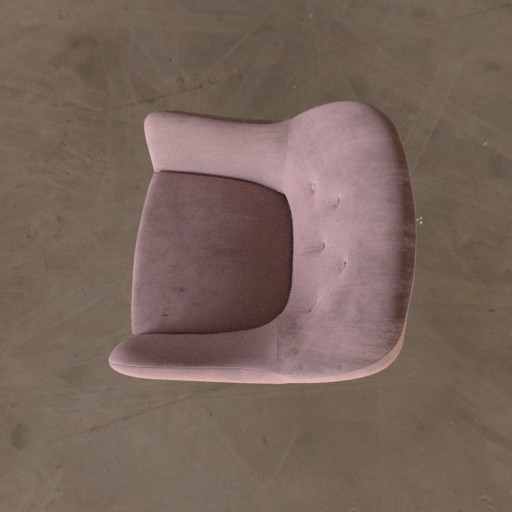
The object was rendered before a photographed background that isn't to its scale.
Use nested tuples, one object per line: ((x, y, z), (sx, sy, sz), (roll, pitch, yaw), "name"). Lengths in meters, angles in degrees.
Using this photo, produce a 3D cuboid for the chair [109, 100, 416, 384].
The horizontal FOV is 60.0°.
((0.000, 0.000, 1.506), (0.820, 0.820, 0.840), (4, 75, 1), "chair")
